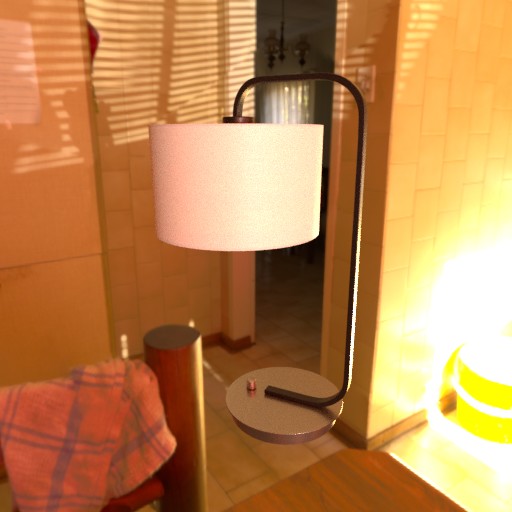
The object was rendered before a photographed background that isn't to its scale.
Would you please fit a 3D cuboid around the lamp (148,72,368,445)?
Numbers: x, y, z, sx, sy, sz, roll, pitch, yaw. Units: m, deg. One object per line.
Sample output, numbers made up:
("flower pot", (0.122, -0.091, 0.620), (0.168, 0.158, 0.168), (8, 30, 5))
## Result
("lamp", (0.000, 0.000, 0.629), (0.288, 0.473, 0.230), (7, 17, 25))
